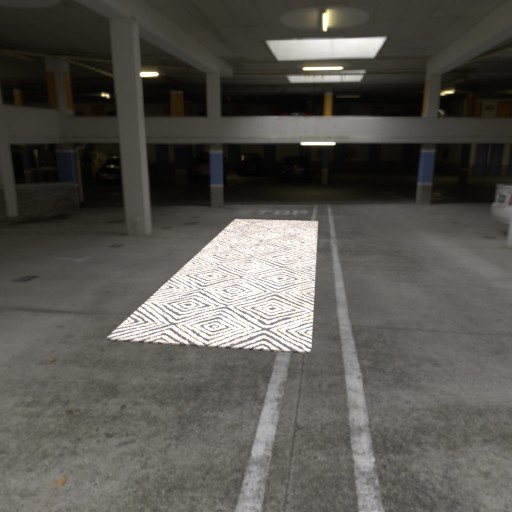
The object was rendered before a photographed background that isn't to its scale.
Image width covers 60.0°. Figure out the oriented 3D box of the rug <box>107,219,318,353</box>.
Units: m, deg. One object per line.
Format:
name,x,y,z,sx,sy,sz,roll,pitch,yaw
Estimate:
rug,0.000,0.000,2.511,0.676,0.008,2.277,2,15,8
